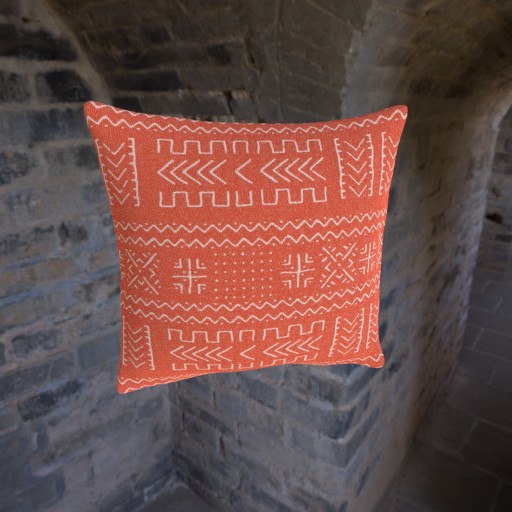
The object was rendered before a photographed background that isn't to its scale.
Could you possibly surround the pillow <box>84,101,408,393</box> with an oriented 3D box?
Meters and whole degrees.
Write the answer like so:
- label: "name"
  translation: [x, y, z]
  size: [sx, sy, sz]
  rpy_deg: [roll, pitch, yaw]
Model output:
- label: "pillow"
  translation: [0.000, 0.000, 0.652]
  size: [0.438, 0.429, 0.164]
  rpy_deg: [-3, 19, -8]
